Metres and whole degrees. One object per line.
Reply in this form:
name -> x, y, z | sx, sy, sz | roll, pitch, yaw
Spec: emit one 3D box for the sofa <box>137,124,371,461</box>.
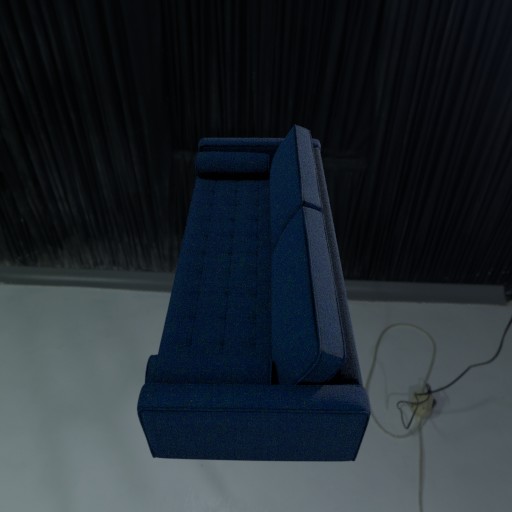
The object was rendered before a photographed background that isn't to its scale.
sofa -> 0.000, 0.000, 2.605 | 0.914, 0.762, 2.210 | 1, 42, 1
